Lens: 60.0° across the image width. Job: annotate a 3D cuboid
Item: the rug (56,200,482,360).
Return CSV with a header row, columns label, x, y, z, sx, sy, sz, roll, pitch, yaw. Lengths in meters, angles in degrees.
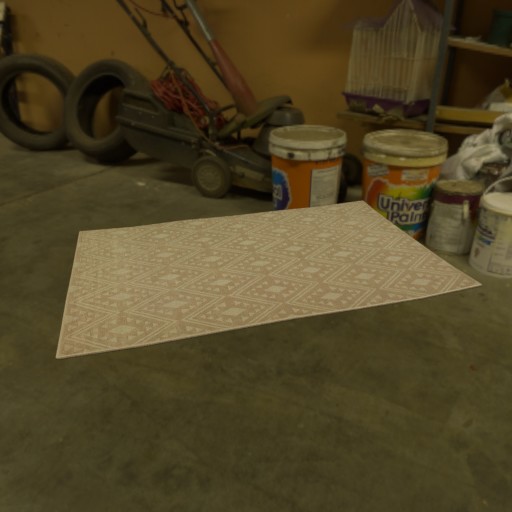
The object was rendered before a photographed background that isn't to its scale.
label,x,y,z,sx,sy,sz,roll,pitch,yaw
rug,0.000,0.000,3.080,2.430,0.053,1.553,-7,28,-14
